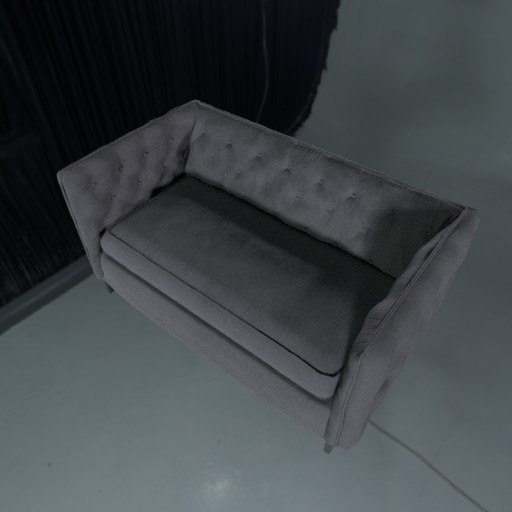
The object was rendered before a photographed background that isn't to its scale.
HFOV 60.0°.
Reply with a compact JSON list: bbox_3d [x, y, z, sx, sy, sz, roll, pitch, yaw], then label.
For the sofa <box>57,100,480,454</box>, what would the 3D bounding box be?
[{"bbox_3d":[0.000,0.000,2.078,1.583,0.810,0.909,29,52,26],"label":"sofa"}]
